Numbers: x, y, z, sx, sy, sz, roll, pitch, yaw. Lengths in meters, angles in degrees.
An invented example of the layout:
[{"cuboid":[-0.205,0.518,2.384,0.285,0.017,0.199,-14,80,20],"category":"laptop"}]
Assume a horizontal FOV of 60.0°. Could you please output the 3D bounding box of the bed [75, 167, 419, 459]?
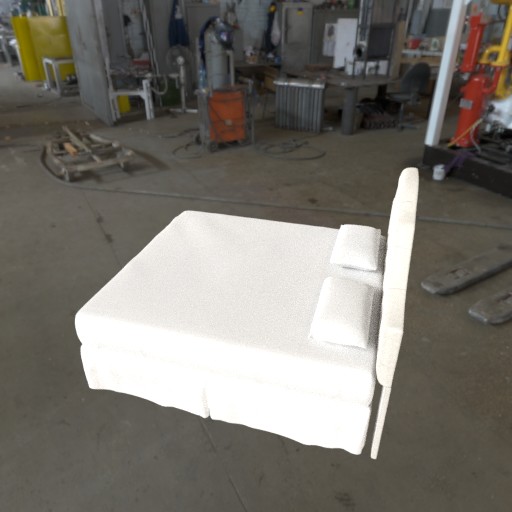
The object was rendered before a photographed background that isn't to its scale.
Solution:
[{"cuboid":[0.000,0.000,3.563,2.214,1.615,2.008,8,31,14],"category":"bed"}]
